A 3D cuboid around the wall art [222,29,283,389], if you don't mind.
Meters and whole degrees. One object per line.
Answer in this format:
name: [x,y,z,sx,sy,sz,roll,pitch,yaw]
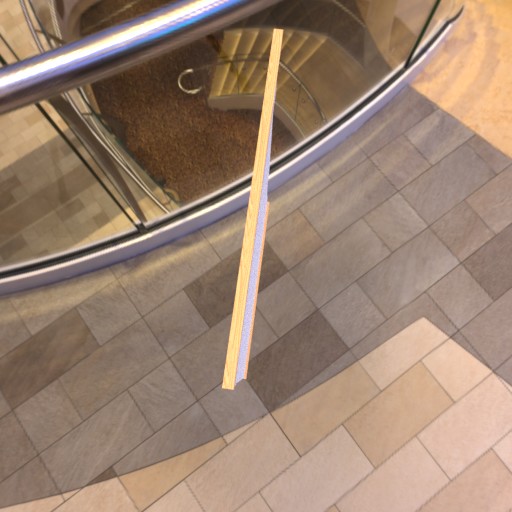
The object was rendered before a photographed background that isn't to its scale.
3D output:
wall art: [0.000,0.000,1.342,0.020,1.016,0.739,7,76,2]
